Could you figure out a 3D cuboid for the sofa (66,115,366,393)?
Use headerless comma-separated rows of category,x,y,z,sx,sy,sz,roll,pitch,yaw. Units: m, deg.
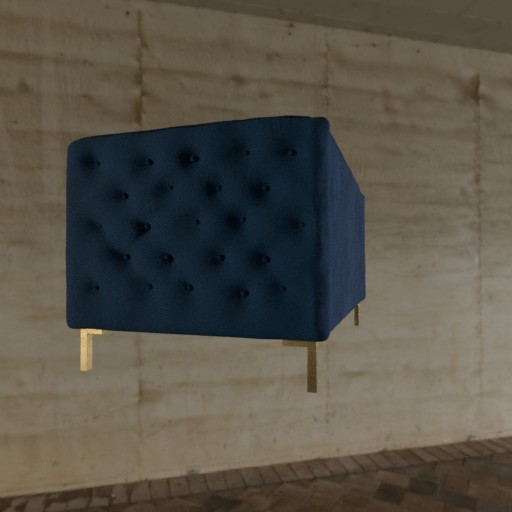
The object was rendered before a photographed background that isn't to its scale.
sofa,0.000,0.000,2.081,0.909,0.810,1.583,0,-1,18
